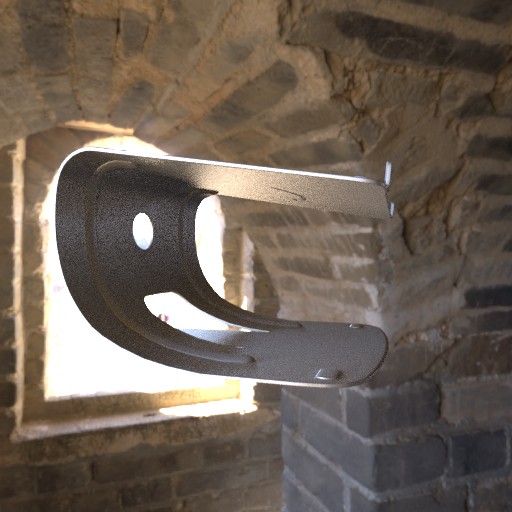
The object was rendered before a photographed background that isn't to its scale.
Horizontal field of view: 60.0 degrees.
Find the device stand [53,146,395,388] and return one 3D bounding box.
[{"bbox_3d":[0.000,0.000,0.398,0.236,0.155,0.256,0,0,18],"label":"device stand"}]
